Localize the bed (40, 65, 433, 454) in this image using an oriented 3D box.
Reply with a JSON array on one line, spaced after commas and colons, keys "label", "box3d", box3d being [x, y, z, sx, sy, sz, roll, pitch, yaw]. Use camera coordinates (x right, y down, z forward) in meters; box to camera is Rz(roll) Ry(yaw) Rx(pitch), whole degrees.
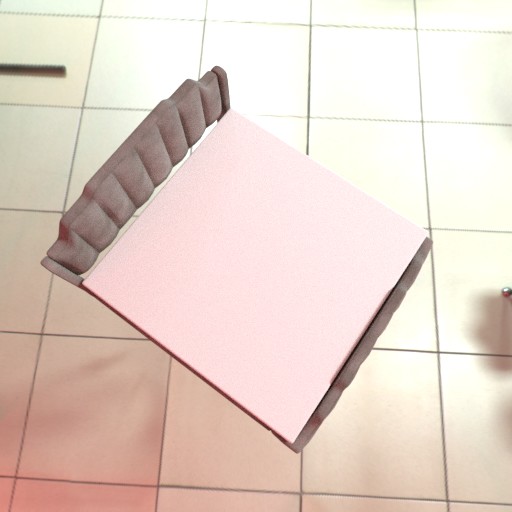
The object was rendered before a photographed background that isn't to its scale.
[{"label": "bed", "box3d": [0.000, 0.000, 3.575, 2.340, 1.245, 2.074, 35, 77, 9]}]
